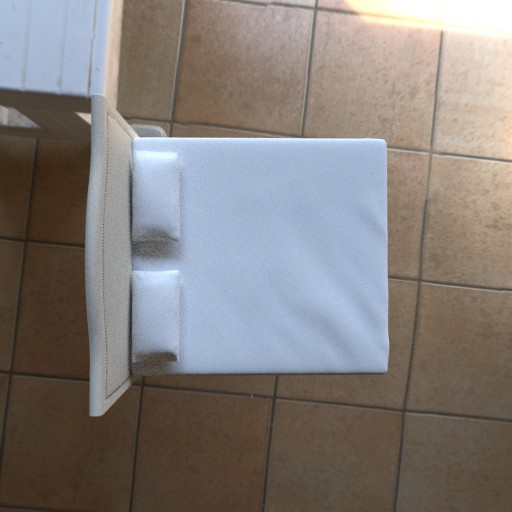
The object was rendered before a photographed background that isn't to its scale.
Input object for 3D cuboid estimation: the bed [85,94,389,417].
[{"bbox_3d":[0.000,0.000,3.472,2.182,1.421,2.083,0,89,-1],"label":"bed"}]
